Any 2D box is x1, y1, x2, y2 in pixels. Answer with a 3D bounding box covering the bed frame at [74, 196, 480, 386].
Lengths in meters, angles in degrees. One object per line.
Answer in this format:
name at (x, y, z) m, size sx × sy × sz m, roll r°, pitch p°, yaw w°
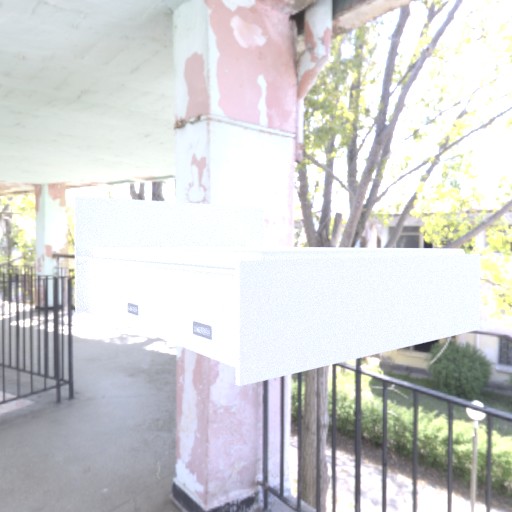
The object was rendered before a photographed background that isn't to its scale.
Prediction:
bed frame at (0.000, 0.000, 2.736) m, size 1.622 × 0.800 × 1.960 m, roll -1°, pitch 2°, yaw -37°
